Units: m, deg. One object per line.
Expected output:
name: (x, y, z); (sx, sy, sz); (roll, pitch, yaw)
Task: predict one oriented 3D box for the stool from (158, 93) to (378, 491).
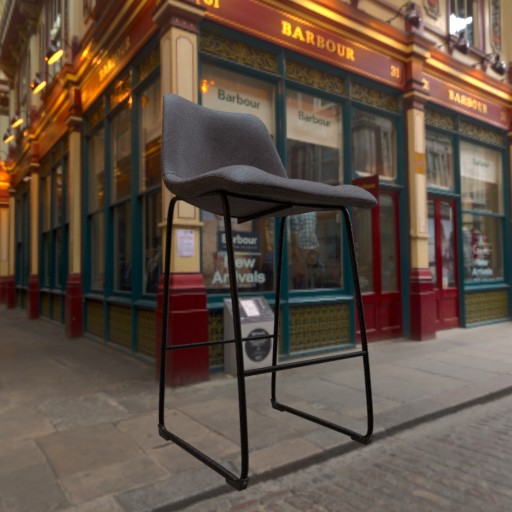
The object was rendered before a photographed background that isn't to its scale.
stool: (0.000, 0.000, 1.344); (0.514, 1.082, 0.561); (1, -2, -37)
